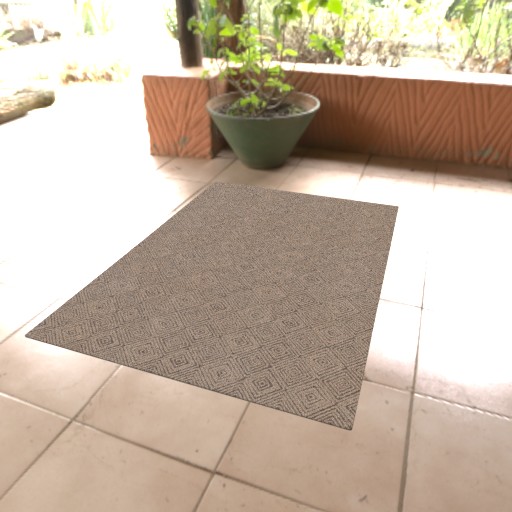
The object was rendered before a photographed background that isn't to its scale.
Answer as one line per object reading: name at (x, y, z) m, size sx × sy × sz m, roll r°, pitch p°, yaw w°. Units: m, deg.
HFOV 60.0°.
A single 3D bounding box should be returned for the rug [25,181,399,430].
rug at (0.000, 0.000, 2.834) m, size 1.593 × 0.008 × 2.238 m, roll 10°, pitch 32°, yaw 17°
